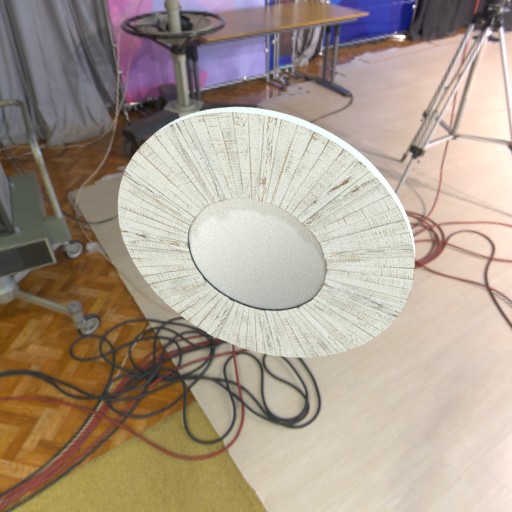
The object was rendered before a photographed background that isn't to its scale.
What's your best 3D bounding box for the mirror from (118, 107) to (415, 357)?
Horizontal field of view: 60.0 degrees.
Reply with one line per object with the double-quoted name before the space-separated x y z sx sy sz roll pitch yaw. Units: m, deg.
"mirror" 0.000 0.000 1.353 0.914 0.914 0.038 12 43 13
